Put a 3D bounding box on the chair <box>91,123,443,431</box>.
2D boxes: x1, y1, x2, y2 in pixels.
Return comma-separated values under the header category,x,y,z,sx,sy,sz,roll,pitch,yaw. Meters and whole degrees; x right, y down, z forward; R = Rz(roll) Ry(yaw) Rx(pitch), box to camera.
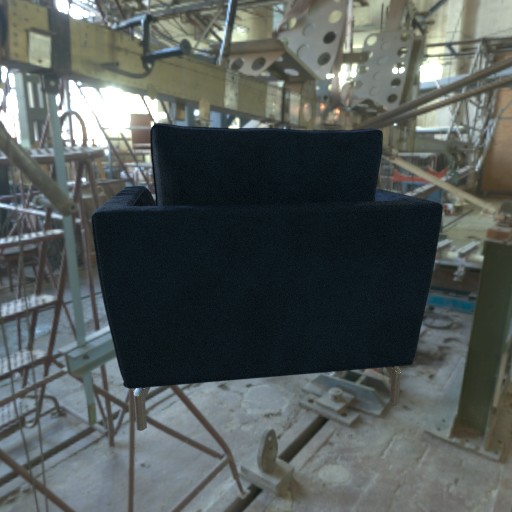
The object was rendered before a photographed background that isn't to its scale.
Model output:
category,x,y,z,sx,sy,sz,roll,pitch,yaw
chair,0.000,0.000,1.588,0.977,0.893,0.746,-2,14,-9
